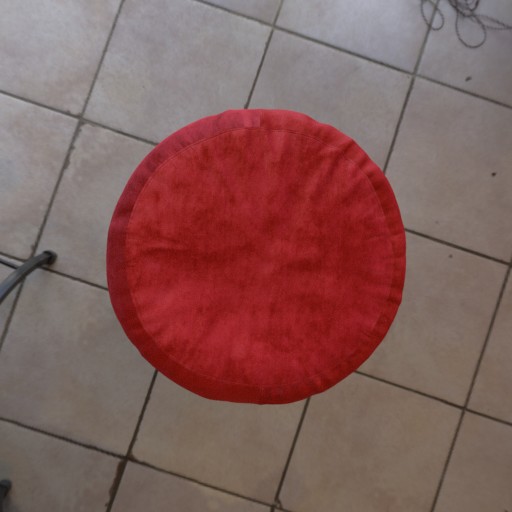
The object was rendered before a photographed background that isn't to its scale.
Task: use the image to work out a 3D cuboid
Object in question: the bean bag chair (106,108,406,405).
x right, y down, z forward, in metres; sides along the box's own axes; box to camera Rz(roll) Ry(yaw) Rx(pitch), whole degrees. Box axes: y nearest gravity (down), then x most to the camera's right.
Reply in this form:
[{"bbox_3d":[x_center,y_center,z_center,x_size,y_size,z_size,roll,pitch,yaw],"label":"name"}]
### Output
[{"bbox_3d":[0.000,0.000,1.976,1.219,0.762,1.219,0,89,-1],"label":"bean bag chair"}]
